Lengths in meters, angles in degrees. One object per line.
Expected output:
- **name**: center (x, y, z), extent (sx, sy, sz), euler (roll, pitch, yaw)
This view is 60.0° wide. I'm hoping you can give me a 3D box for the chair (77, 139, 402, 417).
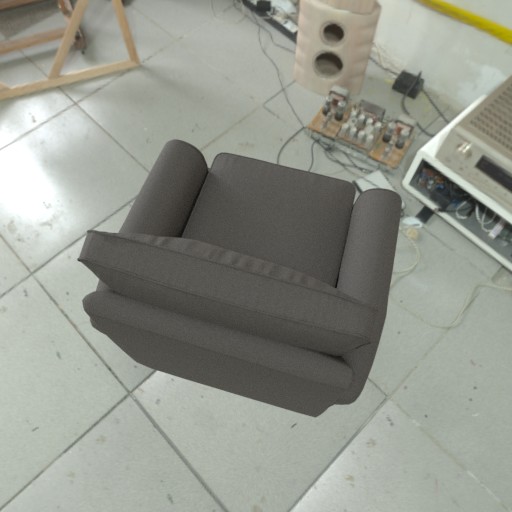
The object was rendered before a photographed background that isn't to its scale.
- **chair**: center (0.000, 0.000, 1.751), extent (1.029, 0.967, 0.966), euler (15, 65, 7)
